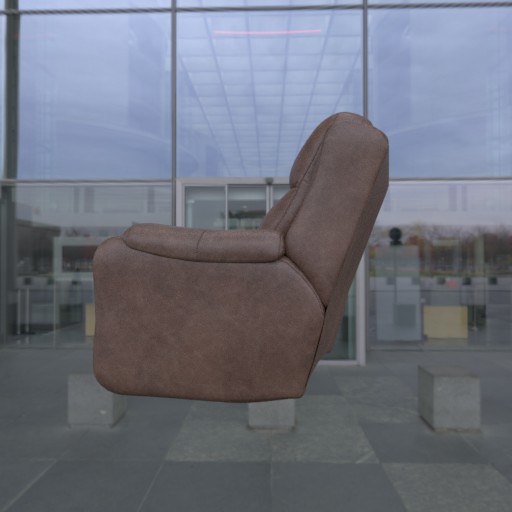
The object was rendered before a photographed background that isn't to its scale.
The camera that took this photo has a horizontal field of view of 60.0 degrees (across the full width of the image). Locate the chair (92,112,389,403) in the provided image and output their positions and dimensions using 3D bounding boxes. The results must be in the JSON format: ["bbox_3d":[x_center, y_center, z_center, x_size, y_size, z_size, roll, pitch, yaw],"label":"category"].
[{"bbox_3d":[0.000,0.000,1.852,1.067,0.990,0.940,0,-1,17],"label":"chair"}]
